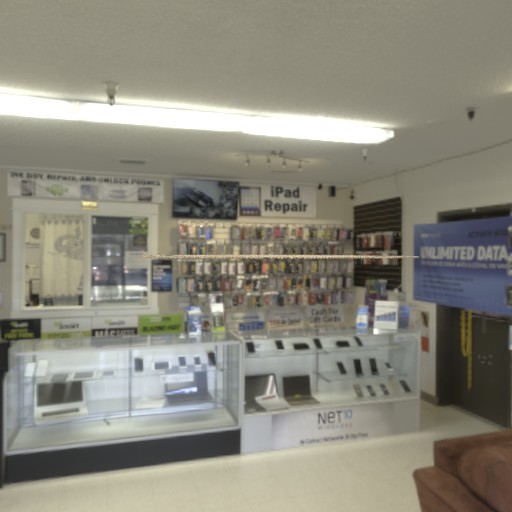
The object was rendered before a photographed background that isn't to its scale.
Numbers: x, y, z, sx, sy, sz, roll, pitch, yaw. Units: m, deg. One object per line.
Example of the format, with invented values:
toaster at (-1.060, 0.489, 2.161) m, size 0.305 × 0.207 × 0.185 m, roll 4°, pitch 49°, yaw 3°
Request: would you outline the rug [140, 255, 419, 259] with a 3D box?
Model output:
rug at (0.000, 0.000, 3.000) m, size 1.520 × 0.006 × 2.432 m, roll 0°, pitch 0°, yaw -16°
